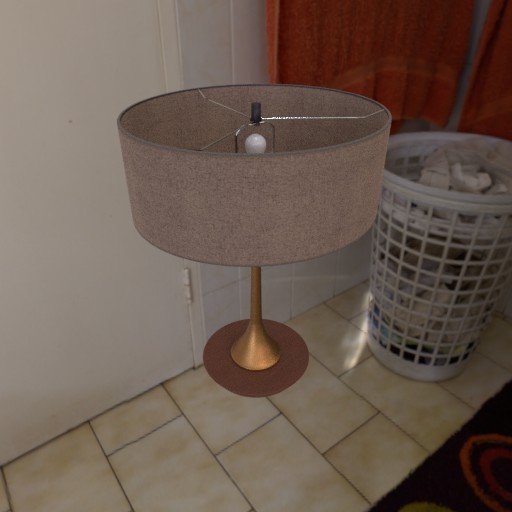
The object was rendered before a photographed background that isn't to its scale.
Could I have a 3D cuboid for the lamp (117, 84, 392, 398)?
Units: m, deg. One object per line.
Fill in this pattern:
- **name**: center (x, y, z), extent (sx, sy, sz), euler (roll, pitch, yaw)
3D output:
- **lamp**: center (0.000, 0.000, 0.824), extent (0.417, 0.551, 0.396), euler (-20, 37, -29)
